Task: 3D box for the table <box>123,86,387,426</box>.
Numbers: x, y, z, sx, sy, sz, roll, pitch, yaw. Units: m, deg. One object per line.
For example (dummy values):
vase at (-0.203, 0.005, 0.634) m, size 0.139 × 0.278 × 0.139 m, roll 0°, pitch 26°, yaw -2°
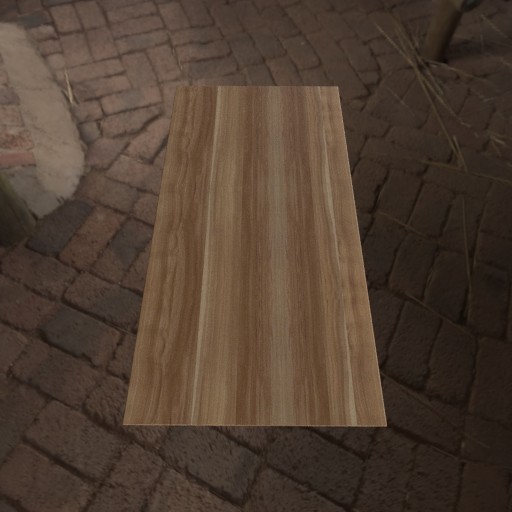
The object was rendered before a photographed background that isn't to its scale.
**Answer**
table at (0.000, 0.000, 2.535) m, size 1.000 × 0.770 × 2.000 m, roll 0°, pitch 58°, yaw 0°
